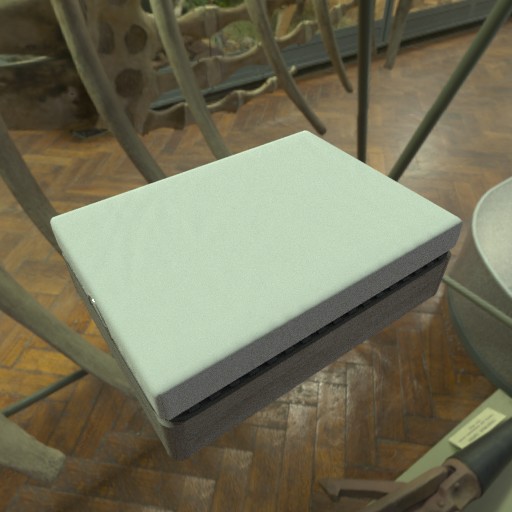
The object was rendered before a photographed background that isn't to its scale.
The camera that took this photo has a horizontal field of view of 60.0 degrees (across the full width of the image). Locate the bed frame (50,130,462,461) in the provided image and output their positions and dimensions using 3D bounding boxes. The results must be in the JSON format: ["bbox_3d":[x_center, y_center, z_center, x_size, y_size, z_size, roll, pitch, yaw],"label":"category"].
[{"bbox_3d":[0.000,0.000,2.647,1.900,0.561,1.400,-25,48,-26],"label":"bed frame"}]
